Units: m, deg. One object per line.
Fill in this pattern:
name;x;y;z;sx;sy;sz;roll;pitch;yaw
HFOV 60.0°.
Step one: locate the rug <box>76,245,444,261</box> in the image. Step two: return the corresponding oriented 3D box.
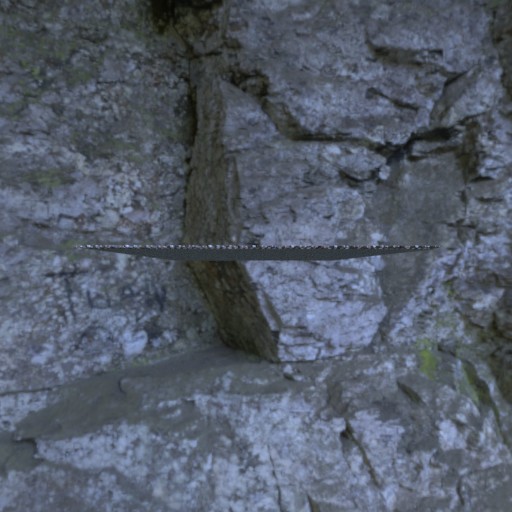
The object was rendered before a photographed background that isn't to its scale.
rug;0.000;0.000;2.482;1.237;0.010;2.029;0;-2;-1
